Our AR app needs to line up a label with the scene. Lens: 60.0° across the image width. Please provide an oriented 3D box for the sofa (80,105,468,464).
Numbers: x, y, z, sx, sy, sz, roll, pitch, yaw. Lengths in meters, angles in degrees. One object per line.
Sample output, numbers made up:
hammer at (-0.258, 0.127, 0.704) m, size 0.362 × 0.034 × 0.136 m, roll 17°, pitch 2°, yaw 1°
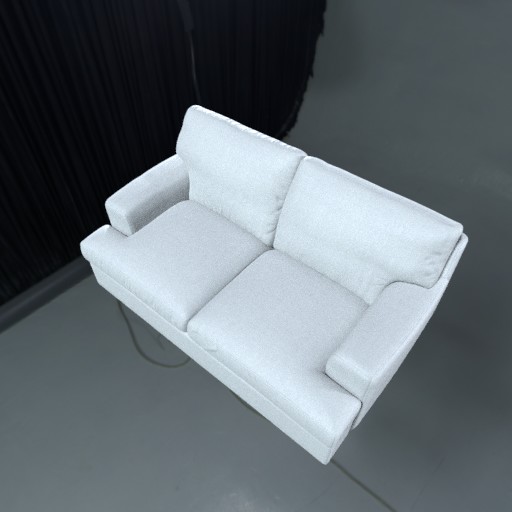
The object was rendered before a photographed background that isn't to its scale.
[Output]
sofa at (0.000, 0.000, 2.495) m, size 1.880 × 0.940 × 1.143 m, roll 31°, pitch 54°, yaw 26°
